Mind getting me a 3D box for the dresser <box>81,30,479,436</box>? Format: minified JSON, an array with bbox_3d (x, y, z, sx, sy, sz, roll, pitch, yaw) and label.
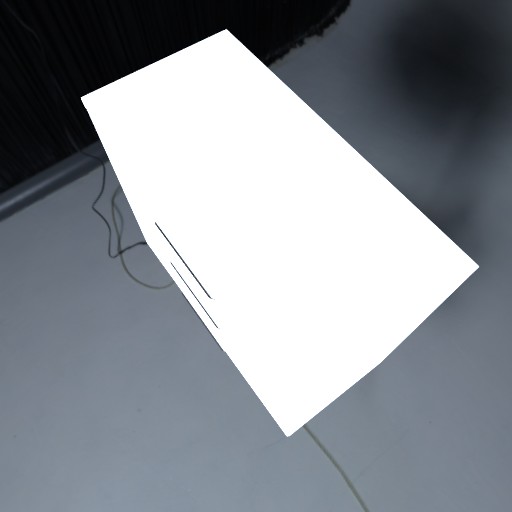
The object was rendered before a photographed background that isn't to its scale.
[{"bbox_3d":[0.000,0.000,1.248,0.420,0.740,0.830,-33,68,-16],"label":"dresser"}]
